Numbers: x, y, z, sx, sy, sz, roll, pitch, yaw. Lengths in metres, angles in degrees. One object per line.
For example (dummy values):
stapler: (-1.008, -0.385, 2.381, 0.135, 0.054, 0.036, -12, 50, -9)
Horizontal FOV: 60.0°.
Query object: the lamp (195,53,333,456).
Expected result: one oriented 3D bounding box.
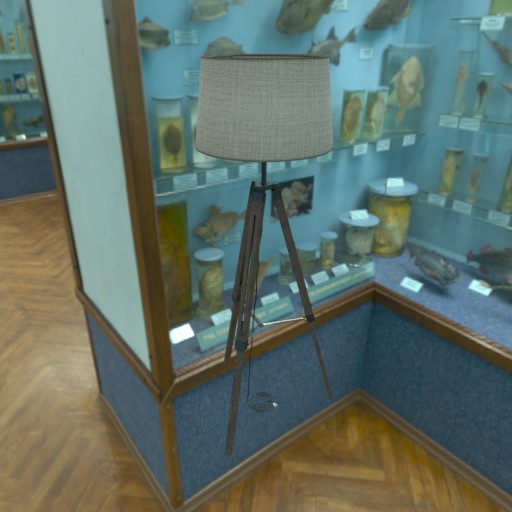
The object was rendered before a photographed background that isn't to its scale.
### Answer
lamp: (0.000, 0.000, 1.829, 0.604, 1.510, 0.587, -17, 31, -31)
